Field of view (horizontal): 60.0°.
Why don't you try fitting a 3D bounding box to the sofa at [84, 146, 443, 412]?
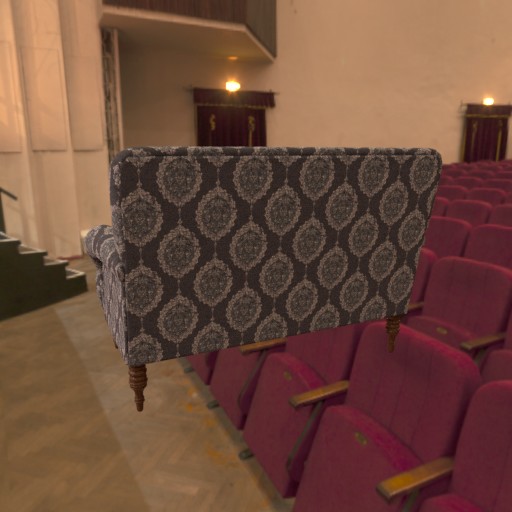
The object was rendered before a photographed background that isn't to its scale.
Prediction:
[{"bbox_3d":[0.000,0.000,1.829,1.297,0.867,0.779,-6,15,-24],"label":"sofa"}]
